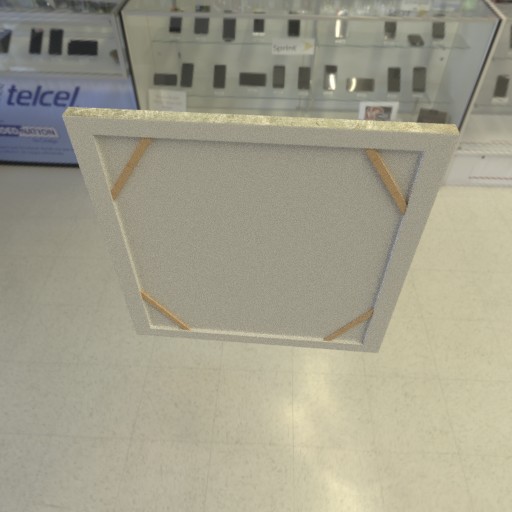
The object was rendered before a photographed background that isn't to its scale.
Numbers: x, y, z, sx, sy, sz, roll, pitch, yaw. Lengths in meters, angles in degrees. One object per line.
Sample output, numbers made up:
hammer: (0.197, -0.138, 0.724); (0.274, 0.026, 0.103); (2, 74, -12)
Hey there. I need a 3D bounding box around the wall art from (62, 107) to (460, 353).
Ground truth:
wall art: (0.000, 0.000, 1.623); (1.092, 1.091, 0.051); (4, 46, 4)
